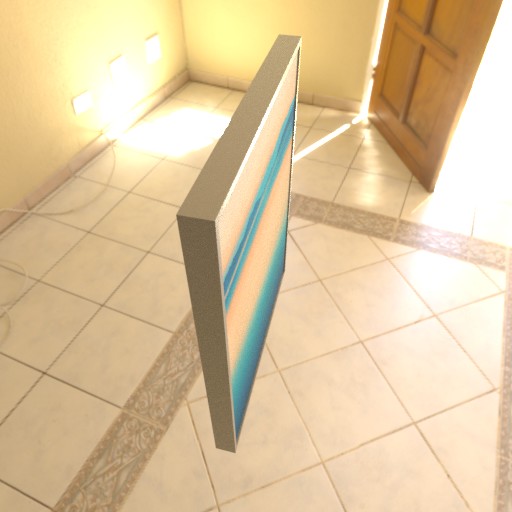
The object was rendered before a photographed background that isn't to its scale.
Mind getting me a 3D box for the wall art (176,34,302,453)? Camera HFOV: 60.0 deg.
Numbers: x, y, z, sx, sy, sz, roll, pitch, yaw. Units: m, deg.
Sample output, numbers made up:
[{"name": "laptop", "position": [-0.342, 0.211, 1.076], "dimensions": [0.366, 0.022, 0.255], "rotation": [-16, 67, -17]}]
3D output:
[{"name": "wall art", "position": [0.000, 0.000, 0.751], "dimensions": [0.037, 0.554, 0.453], "rotation": [10, 47, 10]}]
